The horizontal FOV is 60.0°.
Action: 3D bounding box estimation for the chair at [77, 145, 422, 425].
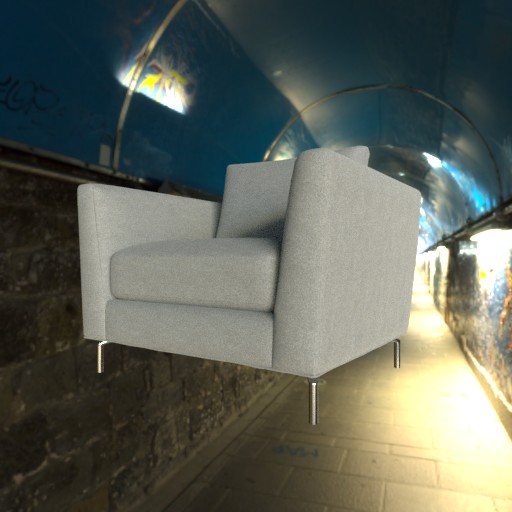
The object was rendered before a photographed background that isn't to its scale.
[{"bbox_3d":[0.000,0.000,1.711,1.041,0.864,0.889,0,0,35],"label":"chair"}]
